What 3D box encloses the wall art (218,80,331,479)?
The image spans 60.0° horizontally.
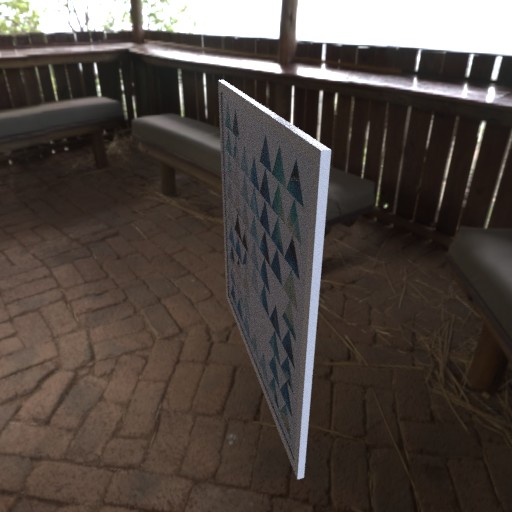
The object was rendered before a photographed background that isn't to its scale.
[{"bbox_3d":[0.000,0.000,0.844,0.012,0.557,0.557,-8,30,-14],"label":"wall art"}]
